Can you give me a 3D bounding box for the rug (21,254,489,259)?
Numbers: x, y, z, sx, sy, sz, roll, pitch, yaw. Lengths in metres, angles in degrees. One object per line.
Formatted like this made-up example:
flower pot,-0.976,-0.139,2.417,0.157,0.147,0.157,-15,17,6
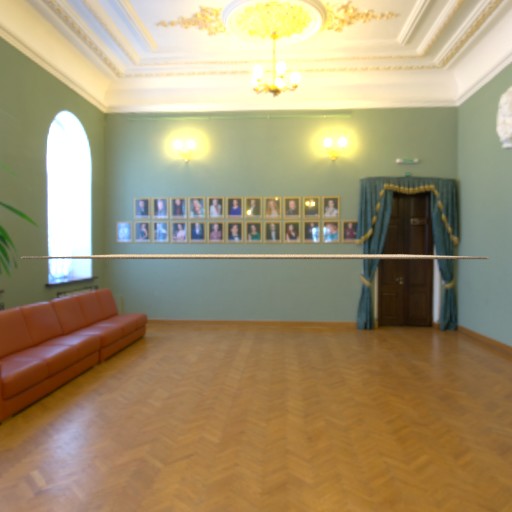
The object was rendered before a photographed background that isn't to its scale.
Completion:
rug,0.000,0.000,2.349,1.839,0.009,1.236,0,1,2
